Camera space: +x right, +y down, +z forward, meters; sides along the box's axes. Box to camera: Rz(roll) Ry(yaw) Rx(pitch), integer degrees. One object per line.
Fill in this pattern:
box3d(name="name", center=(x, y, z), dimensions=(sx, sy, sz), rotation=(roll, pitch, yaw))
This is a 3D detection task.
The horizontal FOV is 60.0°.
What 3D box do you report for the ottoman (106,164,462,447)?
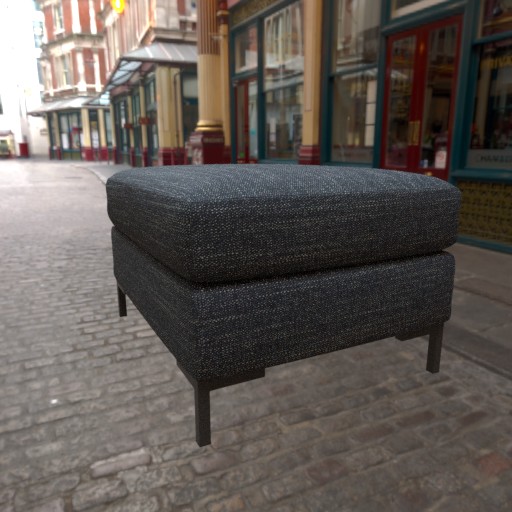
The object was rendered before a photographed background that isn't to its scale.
box3d(name="ottoman", center=(0.000, 0.000, 1.220), dimensions=(0.667, 0.491, 0.814), rotation=(-7, 15, -27))
